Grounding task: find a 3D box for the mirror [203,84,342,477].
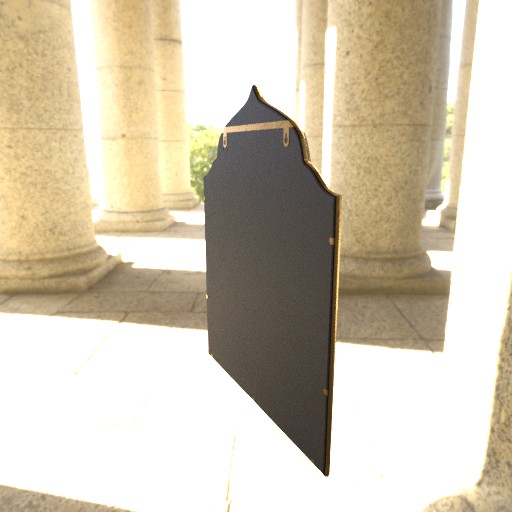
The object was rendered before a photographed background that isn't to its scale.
[{"bbox_3d":[0.000,0.000,0.873,0.018,0.635,0.513,-7,15,-27],"label":"mirror"}]
